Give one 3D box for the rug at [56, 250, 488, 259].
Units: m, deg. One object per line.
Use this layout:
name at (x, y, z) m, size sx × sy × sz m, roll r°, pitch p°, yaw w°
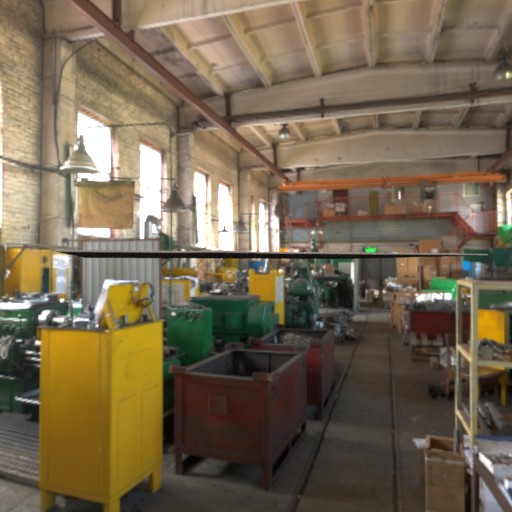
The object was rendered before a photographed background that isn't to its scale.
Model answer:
rug at (0.000, 0.000, 4.408) m, size 3.357 × 0.019 × 2.449 m, roll 0°, pitch -1°, yaw -17°
